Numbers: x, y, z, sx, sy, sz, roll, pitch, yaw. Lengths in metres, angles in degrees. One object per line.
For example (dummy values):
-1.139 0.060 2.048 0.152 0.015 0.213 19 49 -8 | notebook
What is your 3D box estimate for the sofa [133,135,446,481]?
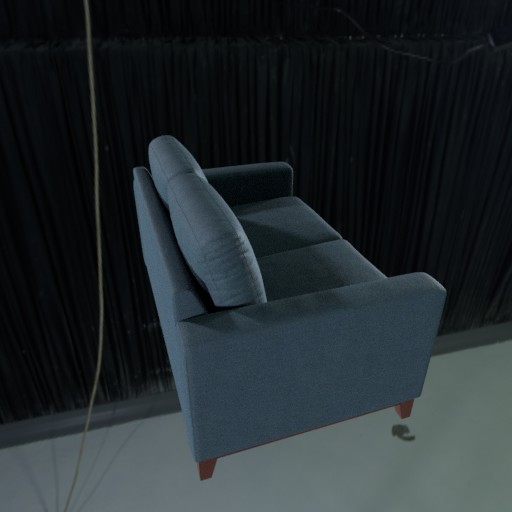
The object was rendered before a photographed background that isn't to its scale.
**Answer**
0.000 0.000 2.081 0.955 0.903 1.489 -10 31 -16 | sofa
